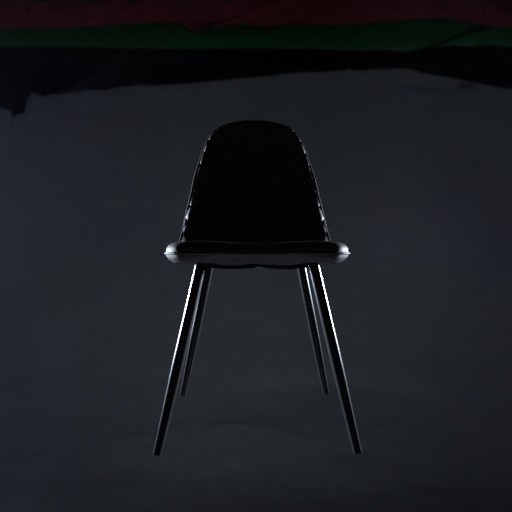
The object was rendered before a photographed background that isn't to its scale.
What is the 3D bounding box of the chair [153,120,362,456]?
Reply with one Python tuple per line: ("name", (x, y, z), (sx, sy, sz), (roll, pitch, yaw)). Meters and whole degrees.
("chair", (0.000, 0.000, 1.211), (0.472, 0.889, 0.561), (0, 1, -1))
